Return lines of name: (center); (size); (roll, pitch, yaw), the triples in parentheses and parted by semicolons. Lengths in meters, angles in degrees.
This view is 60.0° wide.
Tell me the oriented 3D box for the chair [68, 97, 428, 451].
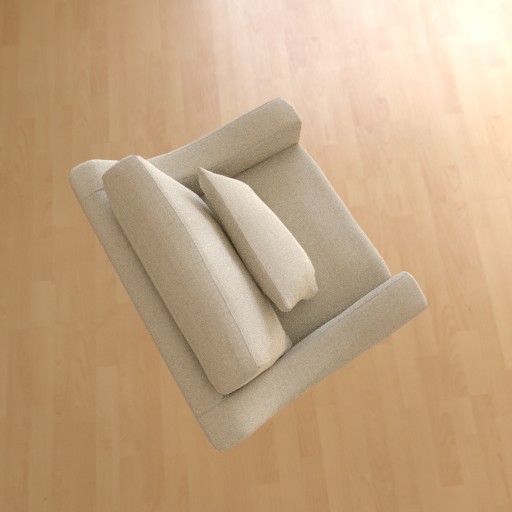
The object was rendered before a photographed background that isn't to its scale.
chair: (0.000, 0.000, 1.951); (1.009, 1.016, 1.178); (-30, 78, -7)
